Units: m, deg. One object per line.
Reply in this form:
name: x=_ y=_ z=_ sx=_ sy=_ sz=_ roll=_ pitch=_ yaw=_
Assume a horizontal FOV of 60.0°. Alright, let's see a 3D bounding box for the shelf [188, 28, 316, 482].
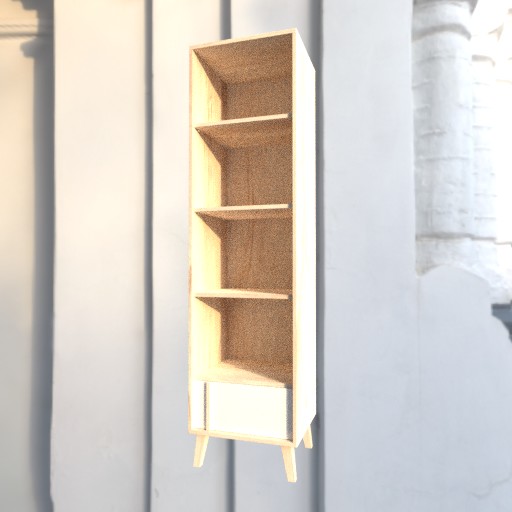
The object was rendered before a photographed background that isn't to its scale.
shelf: x=0.000 y=0.000 z=2.190 sx=0.510 sy=1.960 sz=0.450 roll=0 pitch=-1 yaw=18
